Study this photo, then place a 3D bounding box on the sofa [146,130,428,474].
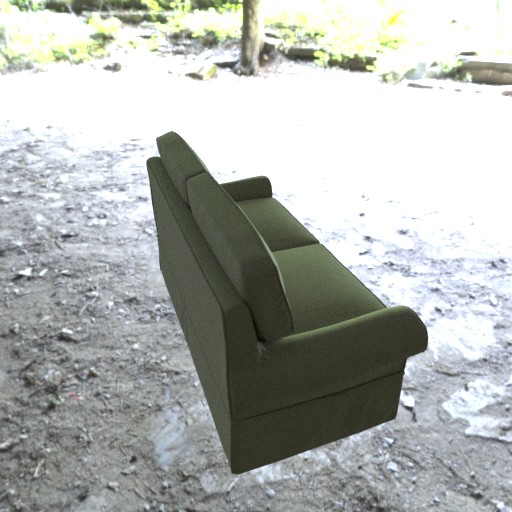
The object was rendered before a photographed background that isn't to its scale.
[{"bbox_3d":[0.000,0.000,2.367,0.841,1.024,1.823,-11,33,-18],"label":"sofa"}]
